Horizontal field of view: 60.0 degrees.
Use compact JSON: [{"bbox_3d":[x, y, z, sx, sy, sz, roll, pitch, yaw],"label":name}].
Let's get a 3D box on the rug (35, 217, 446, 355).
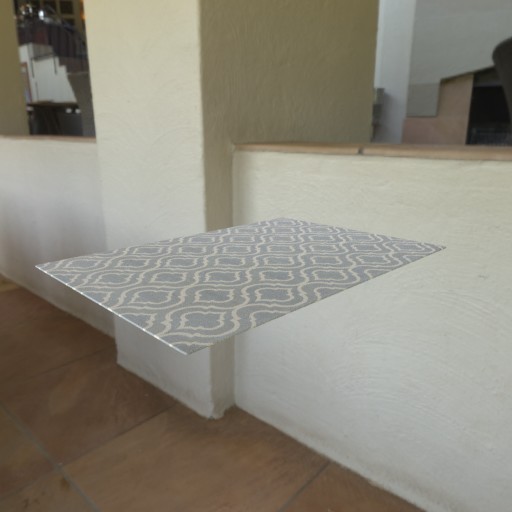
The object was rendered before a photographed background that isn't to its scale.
[{"bbox_3d":[0.000,0.000,2.705,2.080,0.010,1.451,-15,21,-42],"label":"rug"}]
